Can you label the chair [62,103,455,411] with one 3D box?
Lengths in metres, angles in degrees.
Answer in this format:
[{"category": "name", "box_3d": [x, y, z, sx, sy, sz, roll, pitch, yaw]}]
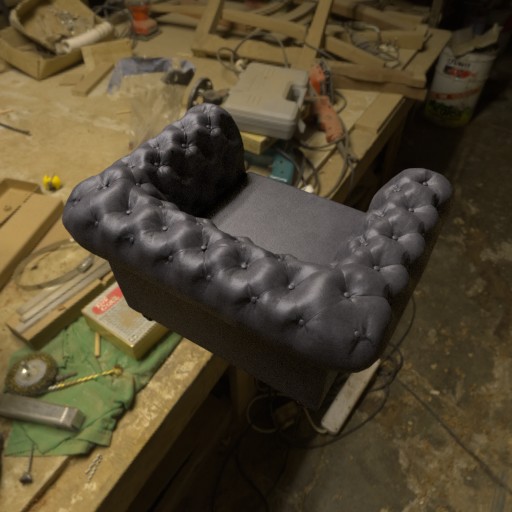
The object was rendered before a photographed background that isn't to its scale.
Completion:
[{"category": "chair", "box_3d": [0.000, 0.000, 1.899, 1.298, 0.780, 0.943, 24, 50, 21]}]
